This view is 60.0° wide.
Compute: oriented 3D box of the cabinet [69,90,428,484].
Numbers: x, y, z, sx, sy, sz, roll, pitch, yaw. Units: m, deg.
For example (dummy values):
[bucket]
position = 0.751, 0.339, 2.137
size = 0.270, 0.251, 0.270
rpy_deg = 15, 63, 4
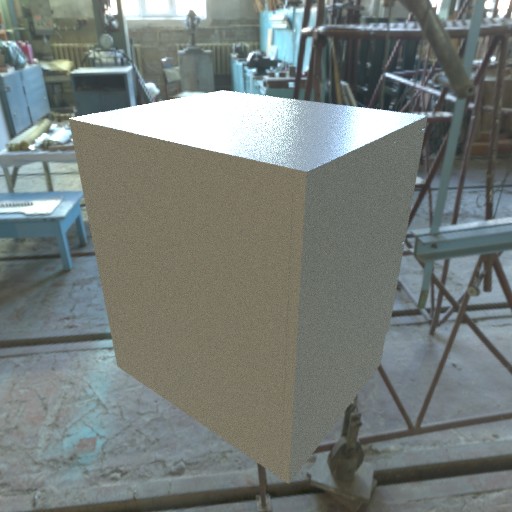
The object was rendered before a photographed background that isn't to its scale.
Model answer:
[cabinet]
position = 0.000, 0.000, 0.764
size = 0.400, 0.470, 0.360
rpy_deg = 20, 35, 33
